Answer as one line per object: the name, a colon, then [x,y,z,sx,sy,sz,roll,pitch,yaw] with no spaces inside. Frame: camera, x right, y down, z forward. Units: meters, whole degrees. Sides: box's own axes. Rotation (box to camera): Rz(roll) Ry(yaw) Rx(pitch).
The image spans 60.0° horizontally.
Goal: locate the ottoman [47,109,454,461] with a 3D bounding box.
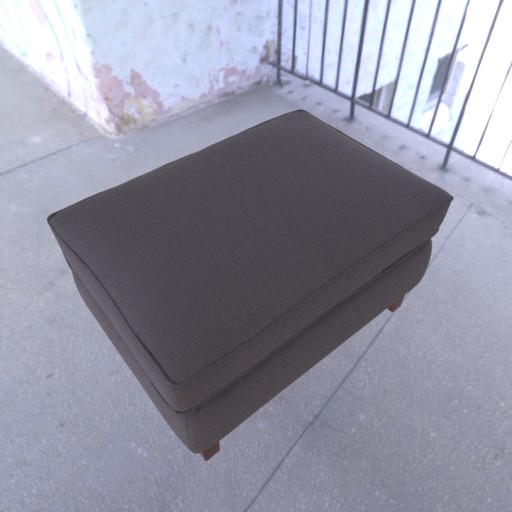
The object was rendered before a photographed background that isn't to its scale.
ottoman: [0.000,0.000,0.975,0.686,0.406,0.508,-30,54,-26]
